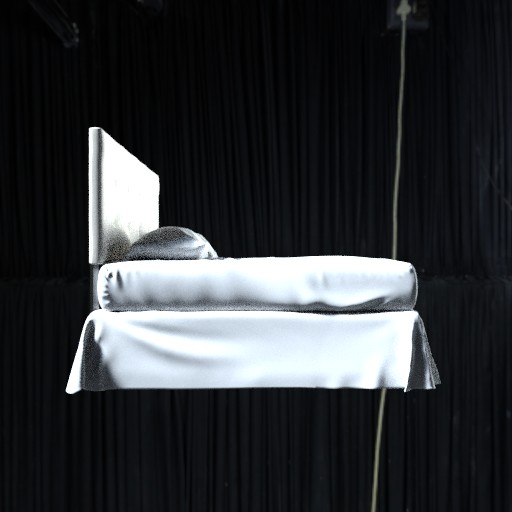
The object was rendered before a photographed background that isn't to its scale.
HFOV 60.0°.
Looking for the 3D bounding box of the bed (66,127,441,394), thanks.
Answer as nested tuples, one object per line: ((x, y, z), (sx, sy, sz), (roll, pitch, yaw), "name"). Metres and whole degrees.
((0.000, 0.000, 3.506), (2.222, 1.577, 1.936), (0, 0, -1), "bed")
